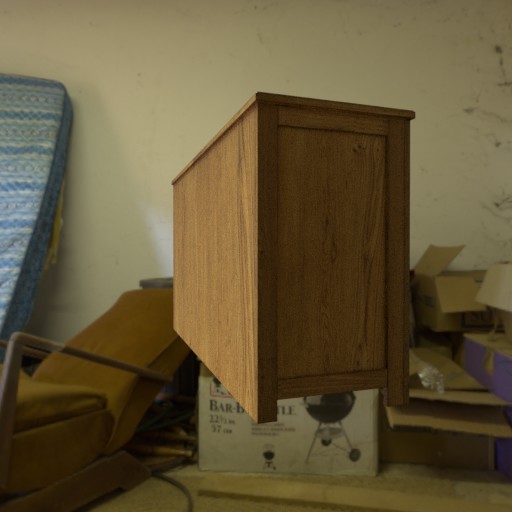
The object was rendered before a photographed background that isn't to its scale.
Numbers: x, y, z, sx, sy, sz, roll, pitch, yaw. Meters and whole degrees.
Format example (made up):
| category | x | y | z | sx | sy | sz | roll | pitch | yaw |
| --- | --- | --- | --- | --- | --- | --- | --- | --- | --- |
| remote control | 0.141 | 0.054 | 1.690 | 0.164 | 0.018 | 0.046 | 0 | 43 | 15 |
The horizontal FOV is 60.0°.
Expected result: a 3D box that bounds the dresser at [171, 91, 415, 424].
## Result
| category | x | y | z | sx | sy | sz | roll | pitch | yaw |
| --- | --- | --- | --- | --- | --- | --- | --- | --- | --- |
| dresser | 0.000 | 0.000 | 2.104 | 0.563 | 0.932 | 1.657 | 0 | 1 | -19 |
